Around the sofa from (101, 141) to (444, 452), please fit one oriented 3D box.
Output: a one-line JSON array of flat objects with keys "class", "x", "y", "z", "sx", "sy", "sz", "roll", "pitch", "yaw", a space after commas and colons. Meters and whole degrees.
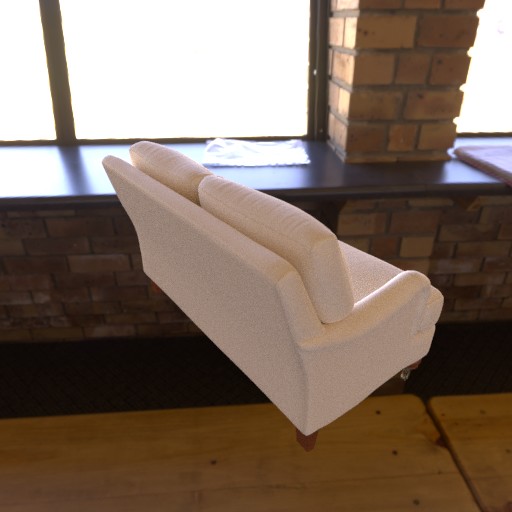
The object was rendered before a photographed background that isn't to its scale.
[{"class": "sofa", "x": 0.000, "y": 0.000, "z": 2.574, "sx": 1.084, "sy": 1.101, "sz": 1.853, "roll": -19, "pitch": 34, "yaw": -31}]
